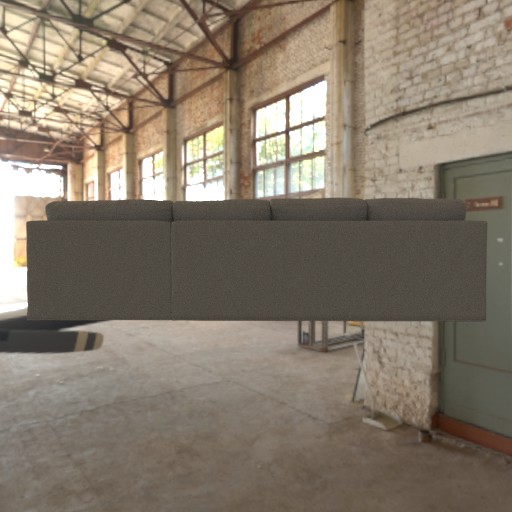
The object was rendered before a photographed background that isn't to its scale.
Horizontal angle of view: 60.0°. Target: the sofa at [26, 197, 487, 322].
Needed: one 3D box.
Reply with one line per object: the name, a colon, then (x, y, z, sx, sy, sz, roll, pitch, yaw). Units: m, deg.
sofa: (0.000, 0.000, 3.835, 3.177, 0.867, 1.622, 0, 1, 1)
